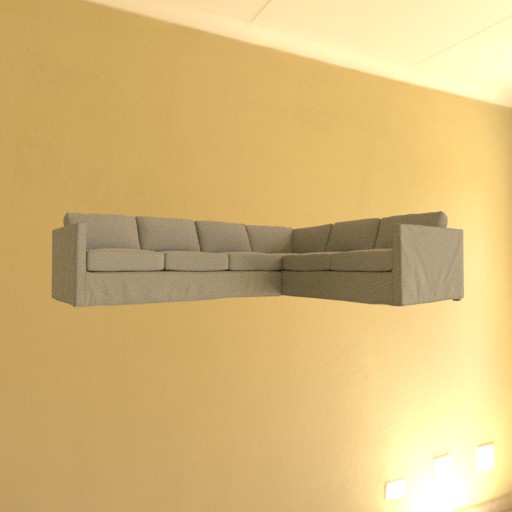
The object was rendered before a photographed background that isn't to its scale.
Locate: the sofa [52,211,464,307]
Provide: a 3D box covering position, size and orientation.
[{"bbox_3d":[0.000,0.000,4.269,3.182,0.871,2.432,1,-2,-36],"label":"sofa"}]
